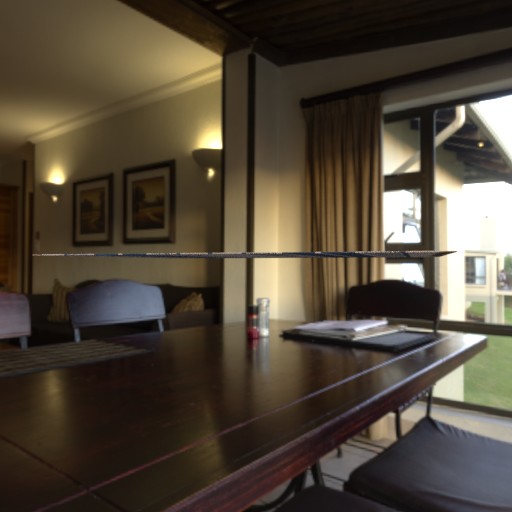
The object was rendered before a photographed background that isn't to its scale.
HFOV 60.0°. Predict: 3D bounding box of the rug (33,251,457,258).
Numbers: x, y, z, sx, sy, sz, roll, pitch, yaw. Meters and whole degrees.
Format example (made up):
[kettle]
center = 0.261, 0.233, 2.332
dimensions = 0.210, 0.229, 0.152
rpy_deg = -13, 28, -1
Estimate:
[rug]
center = 0.000, 0.000, 3.086
dimensions = 2.441, 0.010, 1.532
rpy_deg = 0, -1, 20
